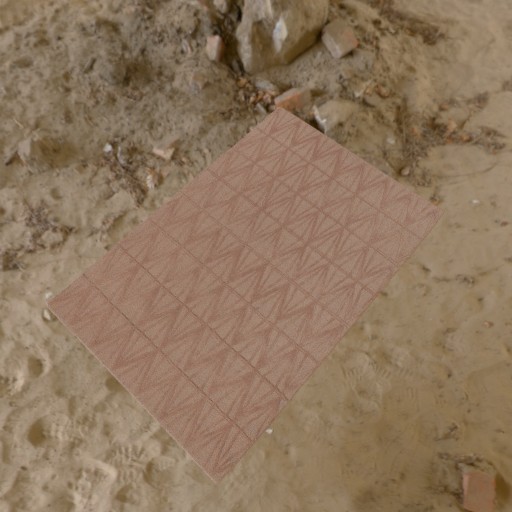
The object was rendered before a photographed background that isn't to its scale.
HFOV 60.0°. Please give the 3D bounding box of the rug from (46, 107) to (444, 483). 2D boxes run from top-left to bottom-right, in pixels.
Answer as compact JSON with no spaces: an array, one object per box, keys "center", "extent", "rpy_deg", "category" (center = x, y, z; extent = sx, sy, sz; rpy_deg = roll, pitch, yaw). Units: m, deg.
[{"center":[0.000,0.000,2.367],"extent":[1.230,0.025,1.837],"rpy_deg":[39,69,18],"category":"rug"}]
